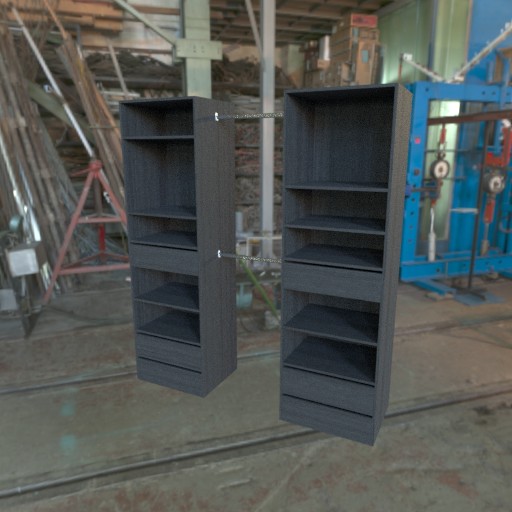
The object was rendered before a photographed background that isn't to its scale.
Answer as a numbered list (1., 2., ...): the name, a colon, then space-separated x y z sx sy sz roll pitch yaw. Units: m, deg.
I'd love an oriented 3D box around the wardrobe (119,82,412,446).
1. wardrobe: 0.000 0.000 2.953 1.770 2.000 0.480 7 15 26
